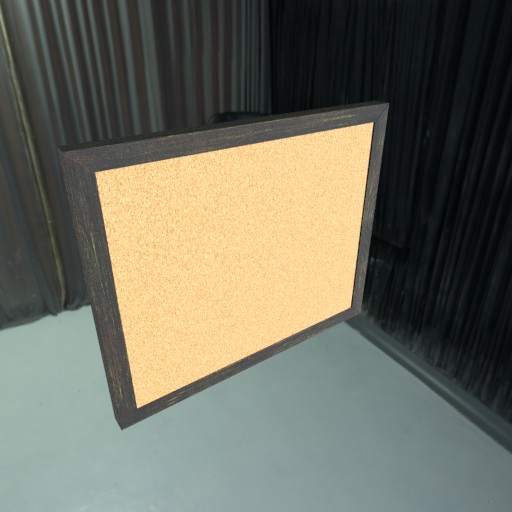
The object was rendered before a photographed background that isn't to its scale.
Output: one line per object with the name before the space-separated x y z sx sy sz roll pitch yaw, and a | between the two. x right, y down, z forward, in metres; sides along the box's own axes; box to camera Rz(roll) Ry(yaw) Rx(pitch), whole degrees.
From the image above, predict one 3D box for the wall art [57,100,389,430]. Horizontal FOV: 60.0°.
wall art | 0.000 0.000 0.766 0.558 0.457 0.032 -19 34 -31
